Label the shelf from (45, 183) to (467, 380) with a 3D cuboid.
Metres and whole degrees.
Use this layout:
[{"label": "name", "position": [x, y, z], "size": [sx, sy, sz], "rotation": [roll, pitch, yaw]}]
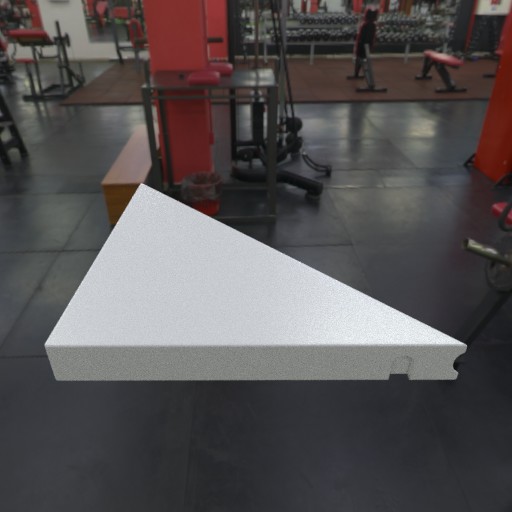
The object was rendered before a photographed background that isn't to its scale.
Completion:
[{"label": "shelf", "position": [0.000, 0.000, 0.442], "size": [0.296, 0.035, 0.296], "rotation": [0, 32, 0]}]
